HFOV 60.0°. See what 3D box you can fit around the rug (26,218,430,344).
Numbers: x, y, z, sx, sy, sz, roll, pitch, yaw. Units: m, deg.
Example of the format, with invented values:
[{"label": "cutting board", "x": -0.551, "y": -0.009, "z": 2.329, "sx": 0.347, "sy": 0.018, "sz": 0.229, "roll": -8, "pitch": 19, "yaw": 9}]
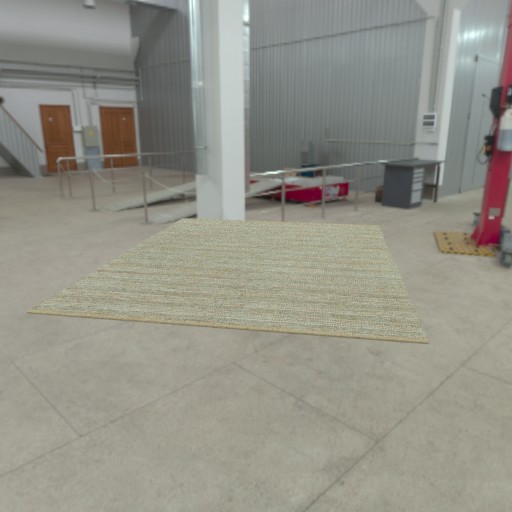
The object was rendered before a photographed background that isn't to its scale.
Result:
[{"label": "rug", "x": 0.000, "y": 0.000, "z": 4.063, "sx": 2.471, "sy": 0.012, "sz": 3.034, "roll": 3, "pitch": 17, "yaw": 9}]
